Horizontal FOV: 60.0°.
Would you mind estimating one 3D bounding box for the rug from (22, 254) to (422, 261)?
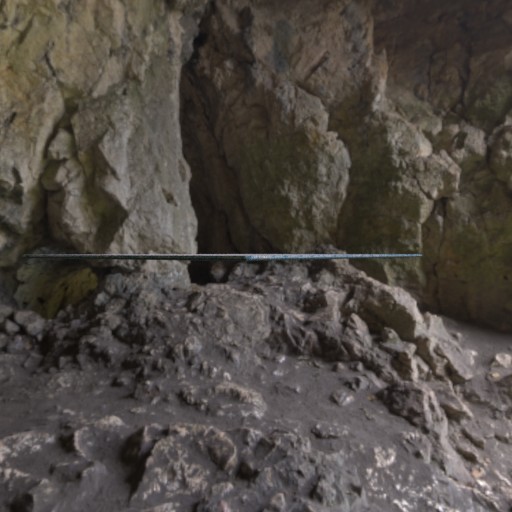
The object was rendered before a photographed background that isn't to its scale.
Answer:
[{"bbox_3d":[0.000,0.000,2.332,1.219,0.016,1.829,0,0,35],"label":"rug"}]
